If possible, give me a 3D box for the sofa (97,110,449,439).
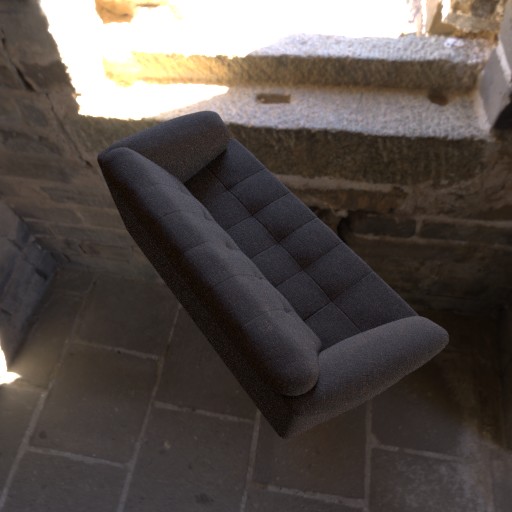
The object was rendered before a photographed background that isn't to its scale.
[{"bbox_3d":[0.000,0.000,2.302,0.887,0.790,1.849,-33,63,-19],"label":"sofa"}]
